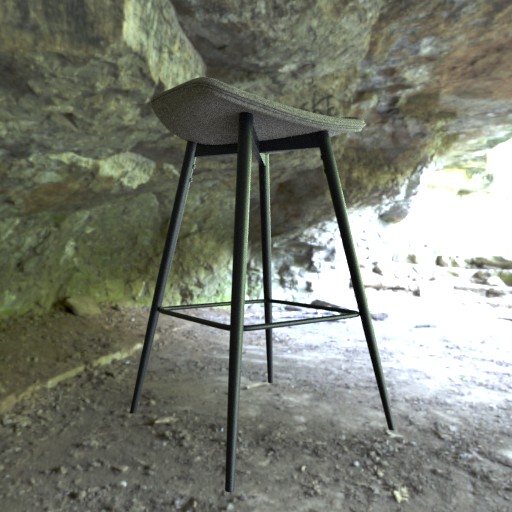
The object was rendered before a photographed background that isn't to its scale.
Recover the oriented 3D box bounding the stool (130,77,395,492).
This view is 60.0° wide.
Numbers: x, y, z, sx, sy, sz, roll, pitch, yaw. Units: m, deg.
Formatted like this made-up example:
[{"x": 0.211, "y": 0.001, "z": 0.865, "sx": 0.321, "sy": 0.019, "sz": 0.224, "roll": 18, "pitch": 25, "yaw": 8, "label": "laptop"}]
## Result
[{"x": 0.000, "y": 0.000, "z": 1.093, "sx": 0.469, "sy": 0.814, "sz": 0.480, "roll": 0, "pitch": 1, "yaw": -36, "label": "stool"}]
